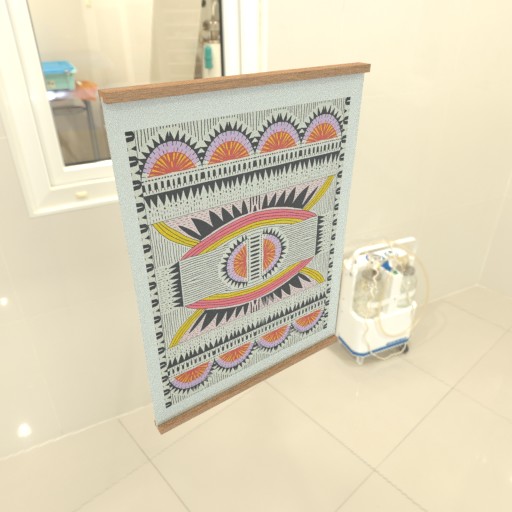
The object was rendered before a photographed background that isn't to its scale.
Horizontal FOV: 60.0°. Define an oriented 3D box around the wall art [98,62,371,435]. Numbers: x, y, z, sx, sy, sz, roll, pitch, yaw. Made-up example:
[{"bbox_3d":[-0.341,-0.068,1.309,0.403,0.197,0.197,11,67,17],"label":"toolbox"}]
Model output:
[{"bbox_3d":[0.000,0.000,0.797,0.456,0.609,0.028,-20,36,-30],"label":"wall art"}]
